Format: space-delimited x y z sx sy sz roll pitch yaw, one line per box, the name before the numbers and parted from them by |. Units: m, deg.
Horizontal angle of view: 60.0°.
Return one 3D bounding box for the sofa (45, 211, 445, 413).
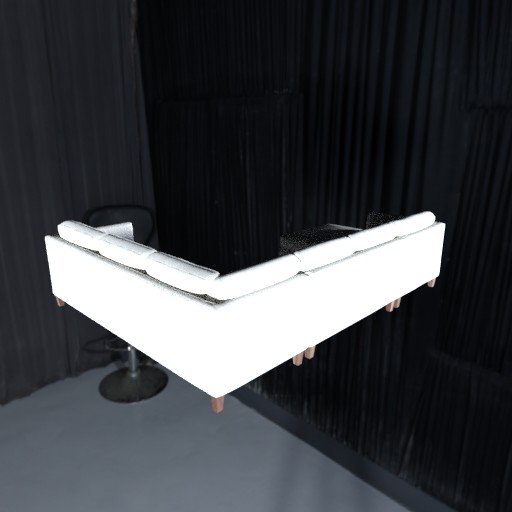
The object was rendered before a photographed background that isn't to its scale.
sofa | 0.000 0.000 4.533 2.551 0.853 3.238 16 23 42
